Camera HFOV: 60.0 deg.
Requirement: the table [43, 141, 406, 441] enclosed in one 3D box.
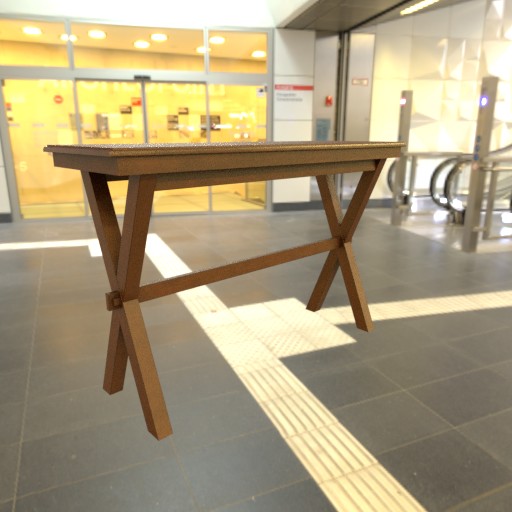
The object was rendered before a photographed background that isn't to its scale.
[{"bbox_3d":[0.000,0.000,1.546,1.197,0.763,0.399,-14,21,-41],"label":"table"}]
